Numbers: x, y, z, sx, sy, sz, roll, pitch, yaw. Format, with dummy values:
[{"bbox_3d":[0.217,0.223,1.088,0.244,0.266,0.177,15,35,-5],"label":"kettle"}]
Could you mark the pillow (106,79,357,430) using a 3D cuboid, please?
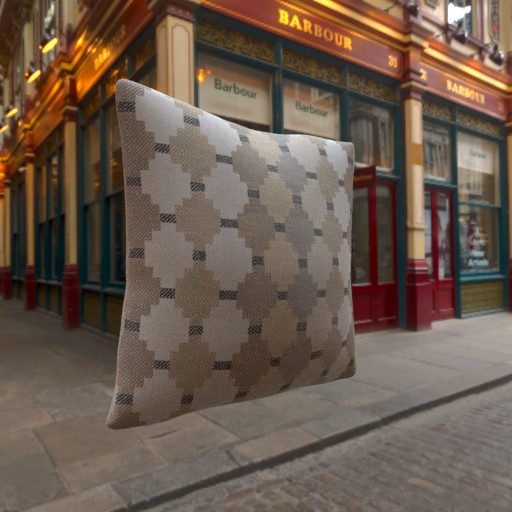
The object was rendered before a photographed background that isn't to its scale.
[{"bbox_3d":[0.000,0.000,0.862,0.578,0.558,0.192,0,-1,-37],"label":"pillow"}]
